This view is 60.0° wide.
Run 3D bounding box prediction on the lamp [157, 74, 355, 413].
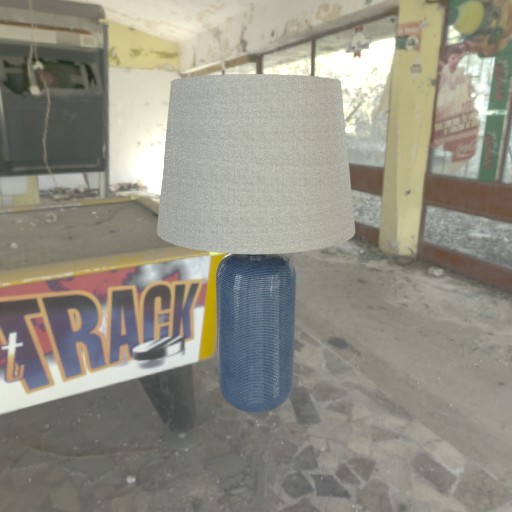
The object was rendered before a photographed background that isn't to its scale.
[{"bbox_3d":[0.000,0.000,0.588,0.253,0.428,0.253,0,17,0],"label":"lamp"}]
